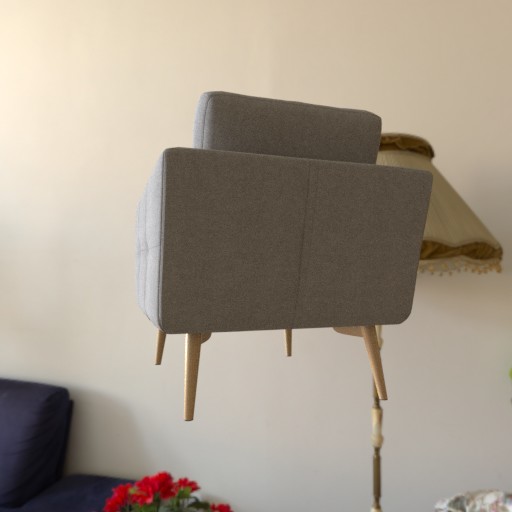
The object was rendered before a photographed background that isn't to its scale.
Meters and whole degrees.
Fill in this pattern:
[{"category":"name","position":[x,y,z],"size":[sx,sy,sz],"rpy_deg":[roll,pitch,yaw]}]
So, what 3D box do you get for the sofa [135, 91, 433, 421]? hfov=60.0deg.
[{"category":"sofa","position":[0.000,0.000,1.526],"size":[0.770,0.860,0.920],"rpy_deg":[1,-2,-18]}]
